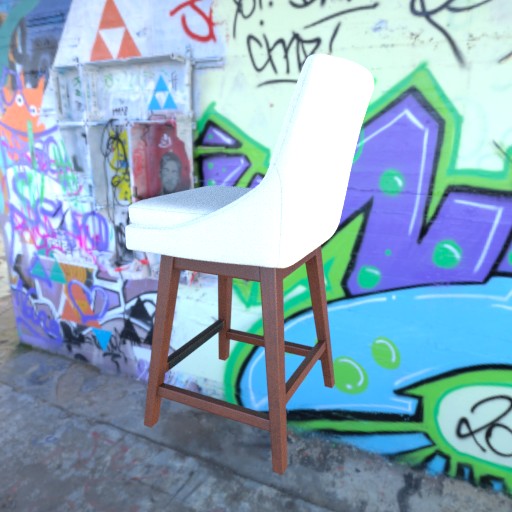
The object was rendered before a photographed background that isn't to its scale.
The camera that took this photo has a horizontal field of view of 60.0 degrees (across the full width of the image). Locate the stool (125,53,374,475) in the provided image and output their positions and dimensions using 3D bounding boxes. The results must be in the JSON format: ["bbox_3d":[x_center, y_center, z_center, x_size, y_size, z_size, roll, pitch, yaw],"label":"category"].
[{"bbox_3d":[0.000,0.000,1.272,0.559,0.991,0.469,8,18,25],"label":"stool"}]
